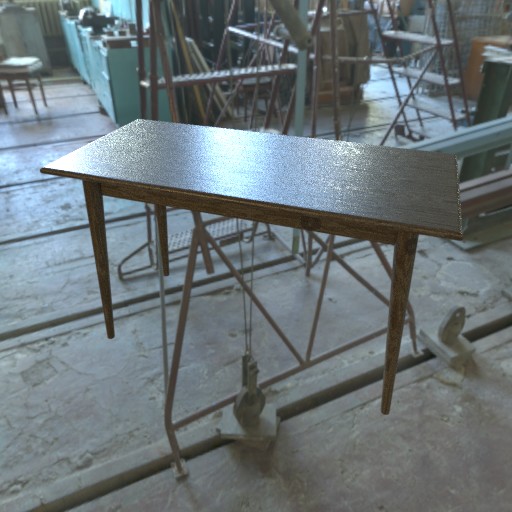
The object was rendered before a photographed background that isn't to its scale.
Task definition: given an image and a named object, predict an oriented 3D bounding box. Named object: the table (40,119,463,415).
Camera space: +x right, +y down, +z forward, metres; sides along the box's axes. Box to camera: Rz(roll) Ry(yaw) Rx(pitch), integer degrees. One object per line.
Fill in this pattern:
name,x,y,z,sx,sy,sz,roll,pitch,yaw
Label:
table,0.000,0.000,1.724,1.300,0.780,0.599,11,35,16
